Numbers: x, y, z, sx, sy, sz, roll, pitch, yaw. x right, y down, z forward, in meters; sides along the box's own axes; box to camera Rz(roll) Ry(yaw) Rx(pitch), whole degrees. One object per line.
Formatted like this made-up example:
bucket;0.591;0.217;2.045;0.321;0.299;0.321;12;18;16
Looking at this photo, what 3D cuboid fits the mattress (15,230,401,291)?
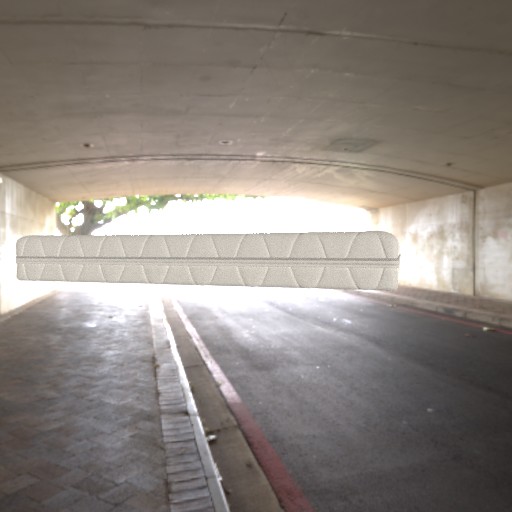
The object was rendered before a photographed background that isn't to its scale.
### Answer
mattress;0.000;0.000;2.582;1.600;0.200;1.900;0;1;18
